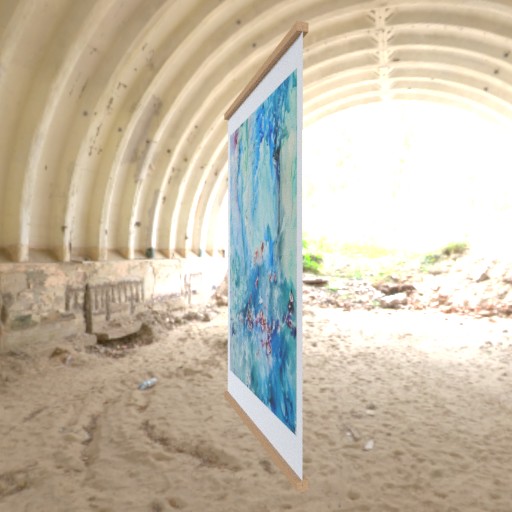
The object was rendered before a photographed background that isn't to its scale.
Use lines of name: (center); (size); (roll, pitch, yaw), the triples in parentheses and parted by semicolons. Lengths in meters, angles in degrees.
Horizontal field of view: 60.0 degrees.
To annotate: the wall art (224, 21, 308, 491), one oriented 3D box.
wall art: (0.000, 0.000, 1.902); (0.040, 1.510, 0.991); (0, 0, -18)
